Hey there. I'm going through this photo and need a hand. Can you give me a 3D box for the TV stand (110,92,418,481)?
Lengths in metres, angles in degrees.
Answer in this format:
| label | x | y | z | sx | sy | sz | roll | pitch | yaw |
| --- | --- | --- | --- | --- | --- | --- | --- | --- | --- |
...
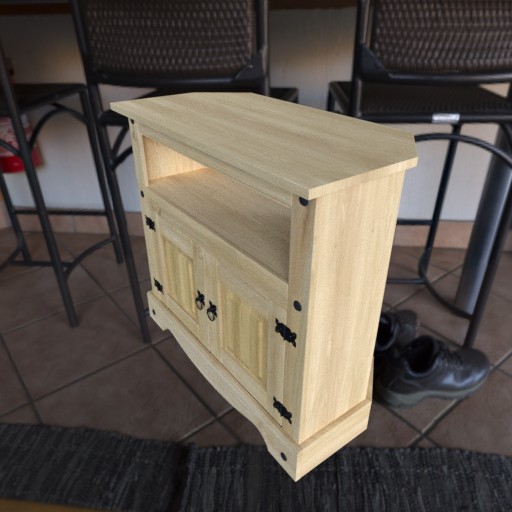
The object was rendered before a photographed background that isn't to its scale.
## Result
| label | x | y | z | sx | sy | sz | roll | pitch | yaw |
| --- | --- | --- | --- | --- | --- | --- | --- | --- | --- |
| TV stand | 0.000 | 0.000 | 1.298 | 0.425 | 0.781 | 0.851 | -20 | 36 | -31 |
